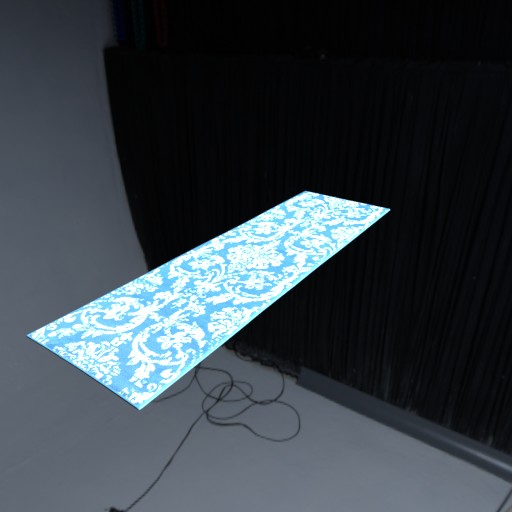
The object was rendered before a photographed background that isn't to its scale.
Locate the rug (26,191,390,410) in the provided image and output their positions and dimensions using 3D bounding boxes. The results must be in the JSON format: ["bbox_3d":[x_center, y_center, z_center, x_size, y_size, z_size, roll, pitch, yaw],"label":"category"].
[{"bbox_3d":[0.000,0.000,2.373,0.662,0.011,2.196,18,32,31],"label":"rug"}]
